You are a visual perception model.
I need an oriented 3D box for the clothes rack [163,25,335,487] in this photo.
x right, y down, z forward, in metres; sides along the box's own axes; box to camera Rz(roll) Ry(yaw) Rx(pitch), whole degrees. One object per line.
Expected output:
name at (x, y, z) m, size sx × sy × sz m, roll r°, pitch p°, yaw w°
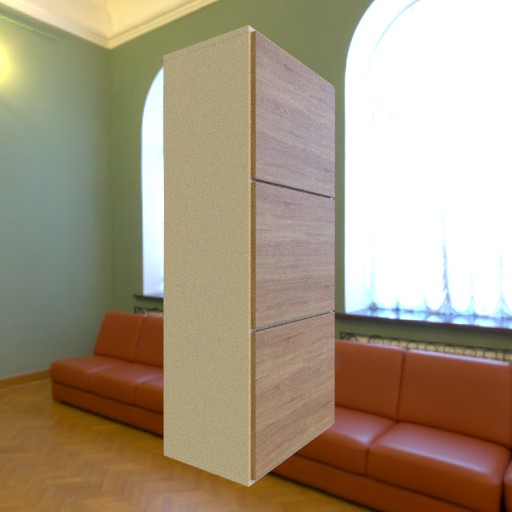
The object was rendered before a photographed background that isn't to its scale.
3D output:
clothes rack at (0.000, 0.000, 1.430) m, size 0.331 × 1.187 × 0.500 m, roll 0°, pitch 1°, yaw 35°
